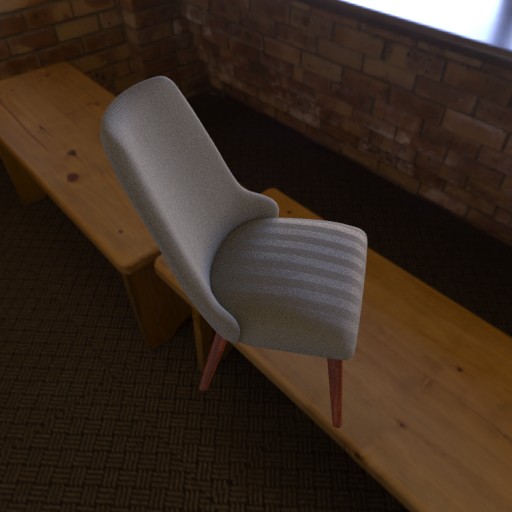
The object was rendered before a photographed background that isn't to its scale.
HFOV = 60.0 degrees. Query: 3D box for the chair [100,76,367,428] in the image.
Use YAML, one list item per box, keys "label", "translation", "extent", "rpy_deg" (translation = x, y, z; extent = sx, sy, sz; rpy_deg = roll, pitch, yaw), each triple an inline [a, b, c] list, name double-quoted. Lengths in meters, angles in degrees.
- label: "chair"
  translation: [0.000, 0.000, 1.334]
  extent: [0.707, 0.918, 0.535]
  rpy_deg: [11, 47, 10]
